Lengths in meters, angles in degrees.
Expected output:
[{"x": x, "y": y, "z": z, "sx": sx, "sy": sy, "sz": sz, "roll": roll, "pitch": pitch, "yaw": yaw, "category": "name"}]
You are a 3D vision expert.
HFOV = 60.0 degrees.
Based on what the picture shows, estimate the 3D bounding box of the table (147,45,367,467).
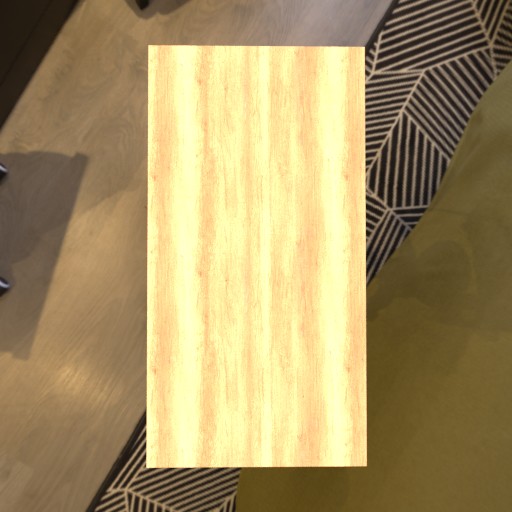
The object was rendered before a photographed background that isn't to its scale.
[{"x": 0.000, "y": 0.000, "z": 1.651, "sx": 0.700, "sy": 0.460, "sz": 1.350, "roll": 0, "pitch": 89, "yaw": -1, "category": "table"}]
